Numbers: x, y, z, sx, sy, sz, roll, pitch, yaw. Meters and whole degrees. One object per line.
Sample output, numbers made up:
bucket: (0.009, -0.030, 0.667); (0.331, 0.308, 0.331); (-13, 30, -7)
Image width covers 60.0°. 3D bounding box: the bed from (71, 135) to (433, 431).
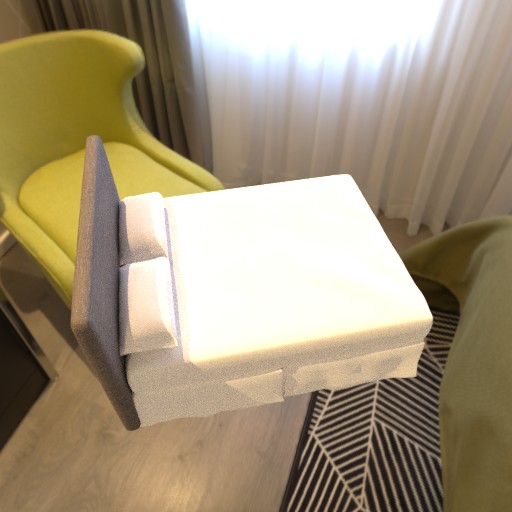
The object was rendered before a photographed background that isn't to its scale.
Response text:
bed: (0.000, 0.000, 3.215); (2.142, 1.330, 1.723); (-9, 48, -8)
